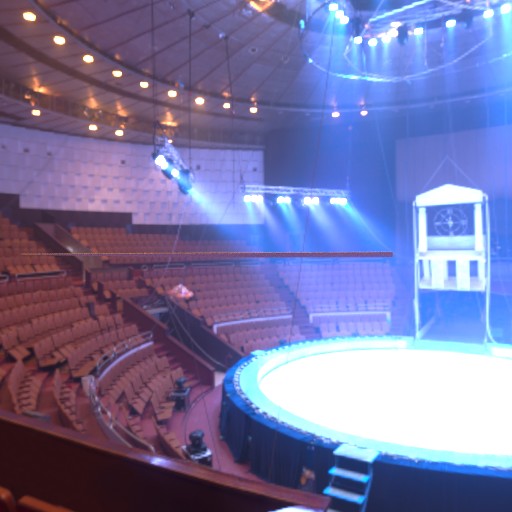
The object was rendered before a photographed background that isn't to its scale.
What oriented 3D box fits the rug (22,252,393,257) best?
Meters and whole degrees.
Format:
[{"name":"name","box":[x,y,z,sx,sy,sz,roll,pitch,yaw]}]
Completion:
[{"name":"rug","box":[0.000,0.000,4.149,2.454,0.005,3.067,0,-1,17]}]
